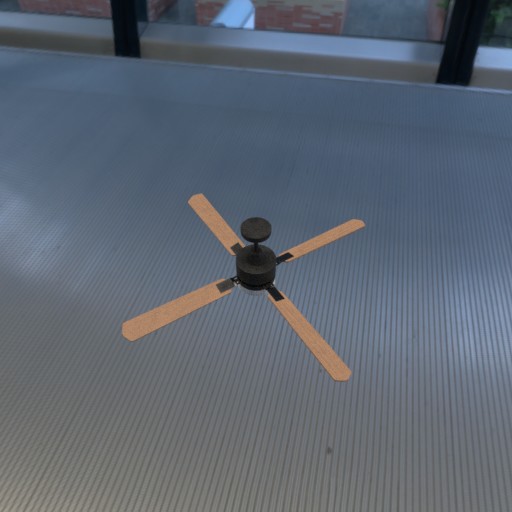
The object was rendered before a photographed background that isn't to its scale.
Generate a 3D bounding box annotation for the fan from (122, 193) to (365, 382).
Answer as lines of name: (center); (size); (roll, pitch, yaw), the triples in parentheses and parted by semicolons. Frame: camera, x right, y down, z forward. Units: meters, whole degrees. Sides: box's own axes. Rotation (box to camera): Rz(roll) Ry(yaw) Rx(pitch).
fan: (0.000, 0.000, 2.019); (1.320, 0.355, 1.320); (-25, 52, -21)
